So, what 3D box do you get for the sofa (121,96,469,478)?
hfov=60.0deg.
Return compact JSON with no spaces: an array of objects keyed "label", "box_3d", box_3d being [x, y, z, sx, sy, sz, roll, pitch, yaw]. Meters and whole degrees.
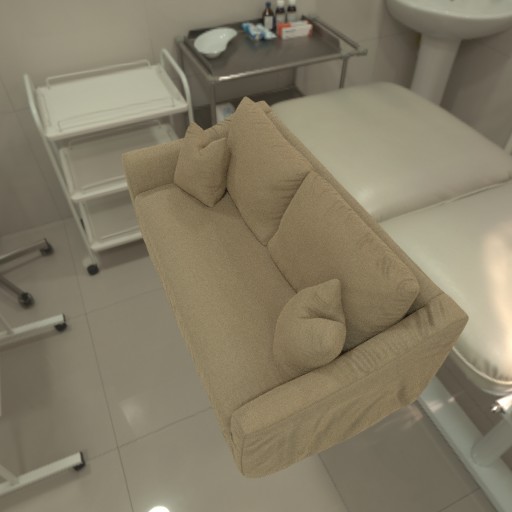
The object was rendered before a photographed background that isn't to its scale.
[{"label":"sofa","box_3d":[0.000,0.000,2.552,1.072,1.018,2.010,-19,50,-16]}]
